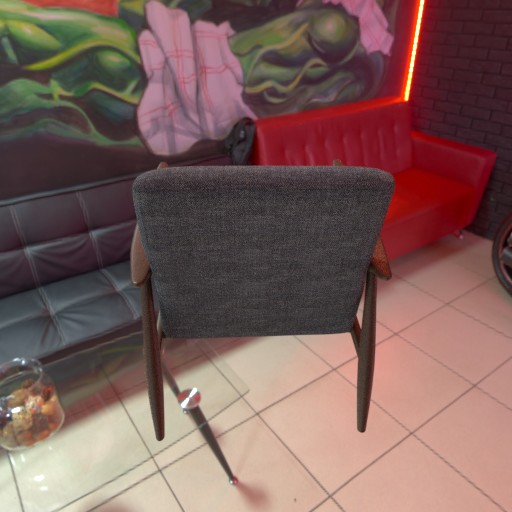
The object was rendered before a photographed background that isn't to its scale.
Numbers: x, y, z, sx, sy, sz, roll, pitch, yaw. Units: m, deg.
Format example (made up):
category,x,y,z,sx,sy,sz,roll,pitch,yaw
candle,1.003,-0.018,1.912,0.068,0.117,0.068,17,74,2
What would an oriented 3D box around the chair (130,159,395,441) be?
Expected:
category,x,y,z,sx,sy,sz,roll,pitch,yaw
chair,0.000,0.000,1.442,0.741,0.832,0.798,-1,30,-2
